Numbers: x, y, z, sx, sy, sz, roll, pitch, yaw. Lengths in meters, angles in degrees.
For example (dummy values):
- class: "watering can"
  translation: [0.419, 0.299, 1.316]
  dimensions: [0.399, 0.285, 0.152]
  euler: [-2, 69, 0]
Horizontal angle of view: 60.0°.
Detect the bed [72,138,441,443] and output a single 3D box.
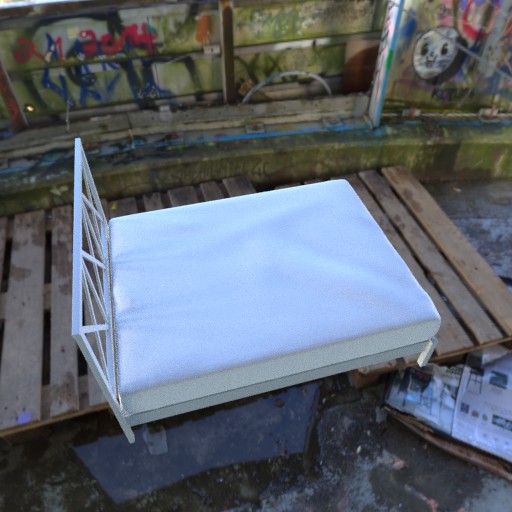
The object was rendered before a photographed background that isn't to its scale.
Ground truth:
- class: "bed"
  translation: [0.000, 0.000, 3.152]
  dimensions: [2.135, 1.253, 1.673]
  euler: [-11, 47, -11]
